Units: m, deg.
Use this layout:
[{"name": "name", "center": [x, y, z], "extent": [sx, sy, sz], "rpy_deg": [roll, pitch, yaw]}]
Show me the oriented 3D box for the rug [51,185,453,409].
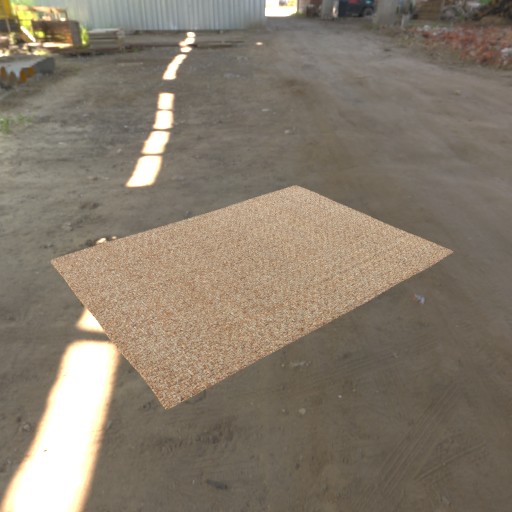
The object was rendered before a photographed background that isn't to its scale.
[{"name": "rug", "center": [0.000, 0.000, 2.888], "extent": [2.141, 0.013, 1.566], "rpy_deg": [-22, 37, -33]}]
